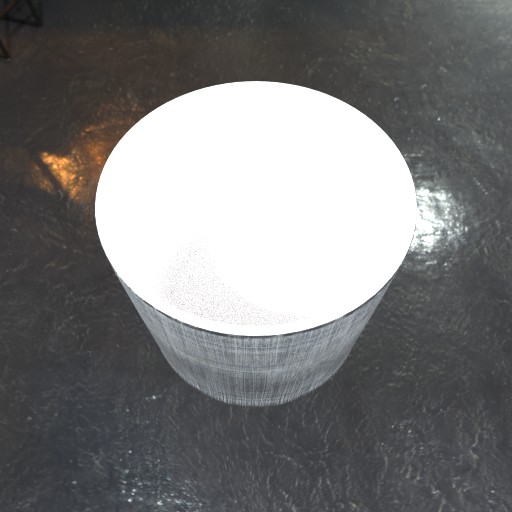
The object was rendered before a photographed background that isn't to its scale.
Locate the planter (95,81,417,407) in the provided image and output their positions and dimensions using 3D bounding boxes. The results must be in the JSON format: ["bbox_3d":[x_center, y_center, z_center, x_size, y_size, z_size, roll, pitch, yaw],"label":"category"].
[{"bbox_3d":[0.000,0.000,0.449,0.254,0.221,0.254,0,59,0],"label":"planter"}]
